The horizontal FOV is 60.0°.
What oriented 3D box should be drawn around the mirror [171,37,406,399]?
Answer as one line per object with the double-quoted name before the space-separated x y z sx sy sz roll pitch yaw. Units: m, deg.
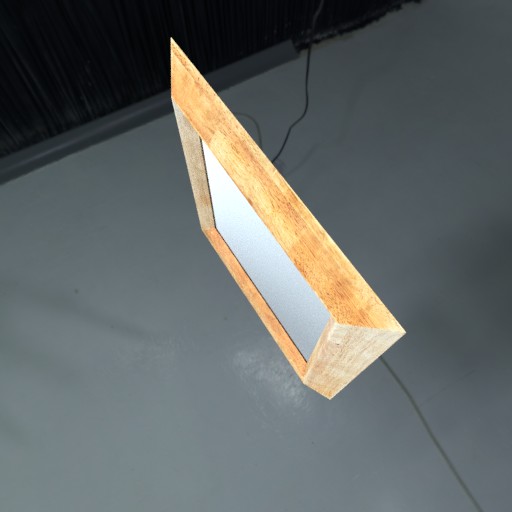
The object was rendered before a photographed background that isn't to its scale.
"mirror" 0.000 0.000 0.978 0.047 0.651 0.651 -30 68 -13
